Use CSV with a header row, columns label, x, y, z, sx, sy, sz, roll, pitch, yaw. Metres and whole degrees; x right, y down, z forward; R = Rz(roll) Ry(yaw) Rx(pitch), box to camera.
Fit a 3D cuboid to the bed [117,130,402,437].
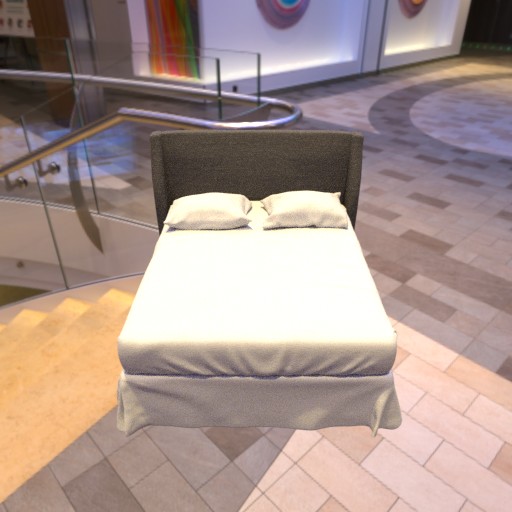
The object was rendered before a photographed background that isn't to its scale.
label,x,y,z,sx,sy,sz,roll,pitch,yaw
bed,0.000,0.000,3.407,1.925,1.332,2.276,0,31,0
